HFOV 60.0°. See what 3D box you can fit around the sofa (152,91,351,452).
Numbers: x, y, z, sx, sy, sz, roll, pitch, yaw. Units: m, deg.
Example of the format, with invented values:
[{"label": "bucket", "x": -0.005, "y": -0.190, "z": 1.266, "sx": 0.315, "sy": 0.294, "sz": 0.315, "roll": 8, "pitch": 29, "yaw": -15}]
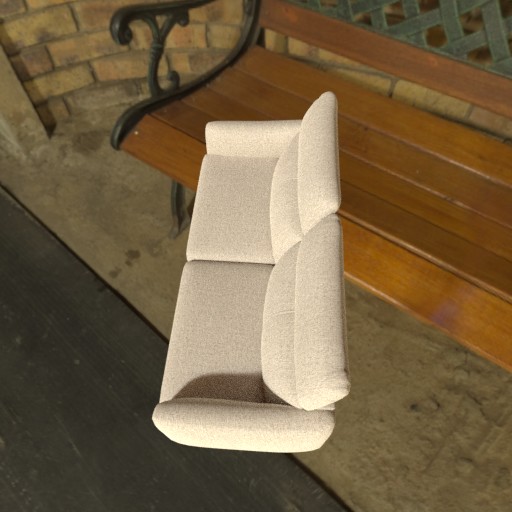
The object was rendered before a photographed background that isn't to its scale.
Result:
[{"label": "sofa", "x": 0.000, "y": 0.000, "z": 2.547, "sx": 0.856, "sy": 0.956, "sz": 2.015, "roll": 3, "pitch": 58, "yaw": 2}]
